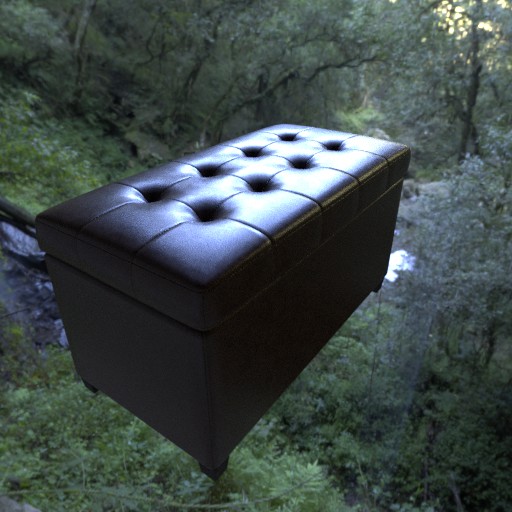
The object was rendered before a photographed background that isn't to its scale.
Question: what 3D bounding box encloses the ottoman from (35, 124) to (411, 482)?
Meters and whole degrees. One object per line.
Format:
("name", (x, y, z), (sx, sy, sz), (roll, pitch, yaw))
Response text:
("ottoman", (0.000, 0.000, 1.098), (0.432, 0.470, 0.838), (20, 36, 31))
